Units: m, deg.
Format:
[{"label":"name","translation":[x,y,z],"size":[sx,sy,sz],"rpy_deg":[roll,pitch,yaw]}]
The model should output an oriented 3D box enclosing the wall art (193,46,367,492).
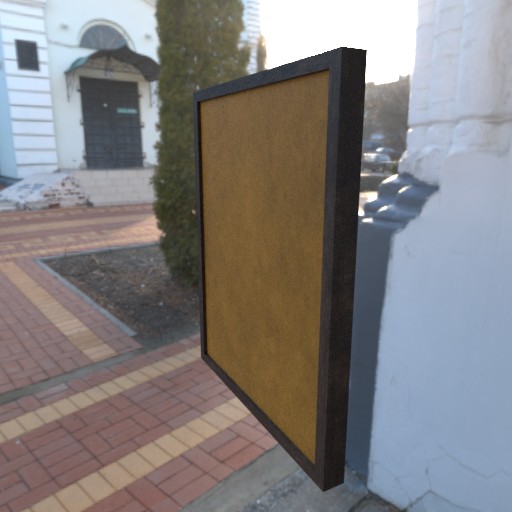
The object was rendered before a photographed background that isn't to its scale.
[{"label":"wall art","translation":[0.000,0.000,0.536],"size":[0.027,0.406,0.329],"rpy_deg":[-7,15,-27]}]
